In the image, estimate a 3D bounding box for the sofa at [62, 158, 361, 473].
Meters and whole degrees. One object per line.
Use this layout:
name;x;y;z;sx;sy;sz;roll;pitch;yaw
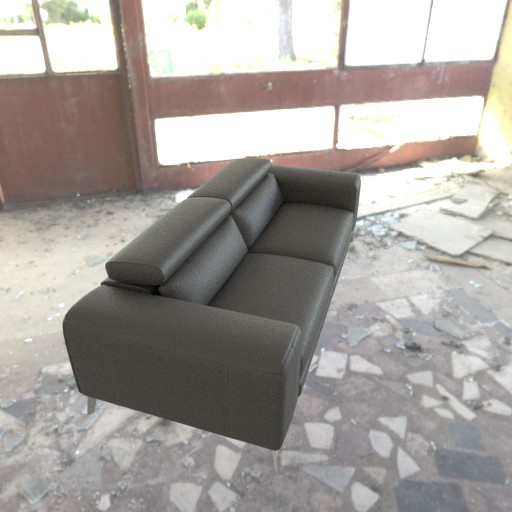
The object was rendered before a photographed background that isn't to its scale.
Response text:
sofa;0.000;0.000;2.795;1.023;0.759;2.321;9;31;16
